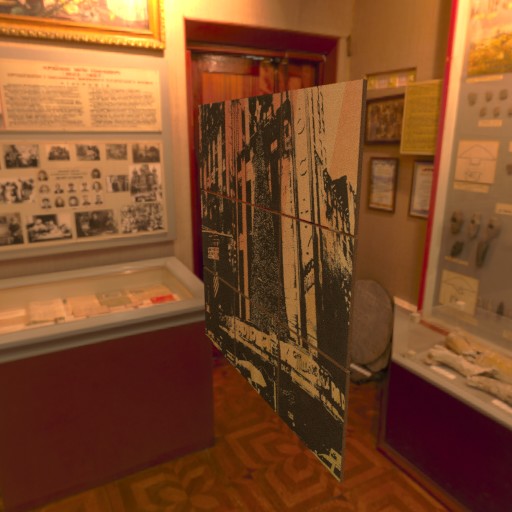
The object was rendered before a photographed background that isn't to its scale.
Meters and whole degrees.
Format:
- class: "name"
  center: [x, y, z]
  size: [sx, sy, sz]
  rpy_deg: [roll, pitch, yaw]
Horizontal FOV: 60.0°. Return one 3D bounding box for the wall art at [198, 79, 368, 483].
- class: "wall art"
  center: [0.000, 0.000, 1.350]
  size: [0.010, 0.917, 0.919]
  rpy_deg: [-8, 17, -26]
